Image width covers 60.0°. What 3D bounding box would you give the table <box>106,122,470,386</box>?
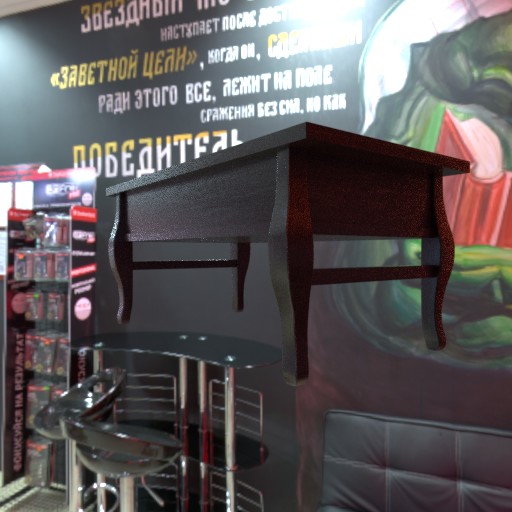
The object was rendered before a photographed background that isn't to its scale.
[{"bbox_3d":[0.000,0.000,1.394,0.600,0.494,1.062,0,1,-37],"label":"table"}]
